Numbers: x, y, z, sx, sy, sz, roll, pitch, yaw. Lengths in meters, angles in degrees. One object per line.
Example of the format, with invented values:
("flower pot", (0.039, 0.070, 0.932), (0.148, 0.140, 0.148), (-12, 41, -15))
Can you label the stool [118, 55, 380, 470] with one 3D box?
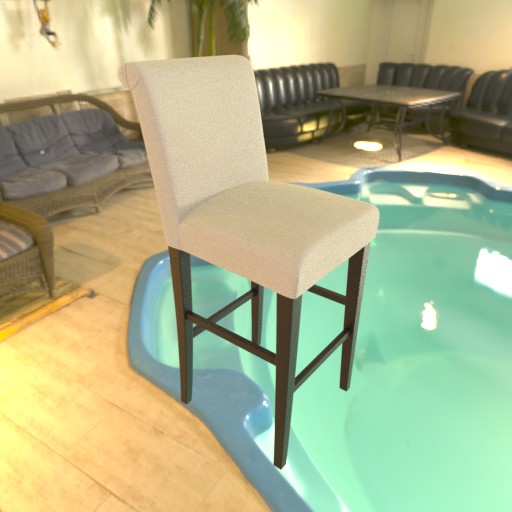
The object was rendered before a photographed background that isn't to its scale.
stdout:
("stool", (0.000, 0.000, 1.398), (0.597, 1.124, 0.452), (20, 33, 33))
